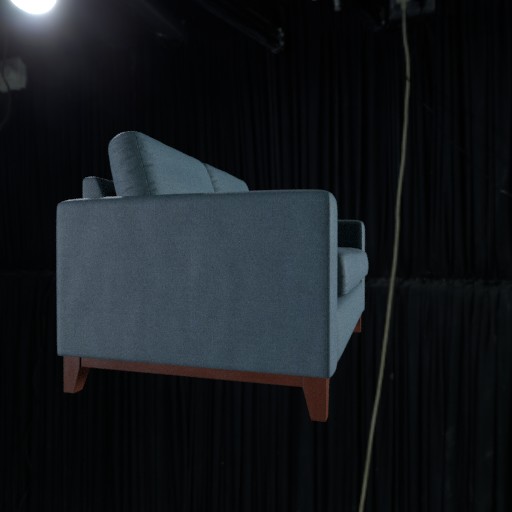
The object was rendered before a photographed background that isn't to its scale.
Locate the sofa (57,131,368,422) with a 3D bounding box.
[{"bbox_3d":[0.000,0.000,2.044,0.955,0.903,1.489,0,1,17],"label":"sofa"}]
